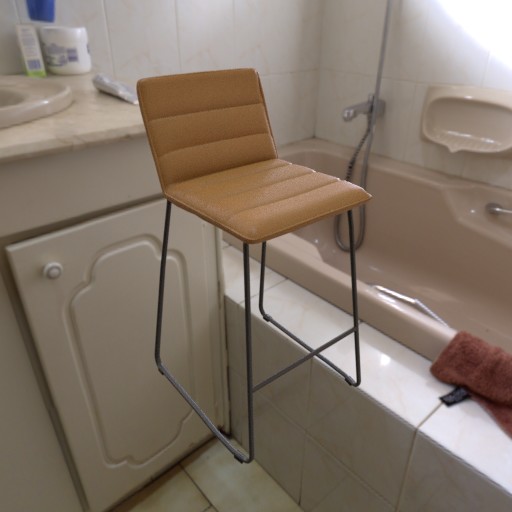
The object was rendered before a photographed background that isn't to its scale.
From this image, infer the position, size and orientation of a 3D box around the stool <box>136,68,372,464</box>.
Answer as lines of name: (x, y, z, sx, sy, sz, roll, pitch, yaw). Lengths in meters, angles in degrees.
stool: (0.000, 0.000, 1.266, 0.489, 0.936, 0.524, -21, 36, -33)
